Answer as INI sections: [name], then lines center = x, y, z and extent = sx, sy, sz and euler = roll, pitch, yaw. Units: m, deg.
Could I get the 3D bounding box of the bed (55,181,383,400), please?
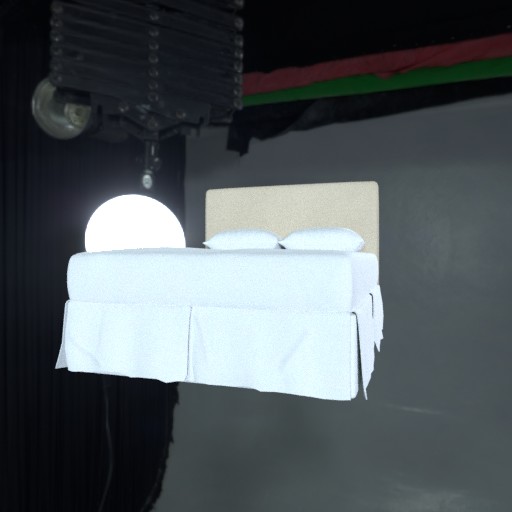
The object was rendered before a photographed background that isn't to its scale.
[bed]
center = 0.000, 0.000, 3.198
extent = 1.723, 1.330, 2.142
euler = 0, 0, 18
